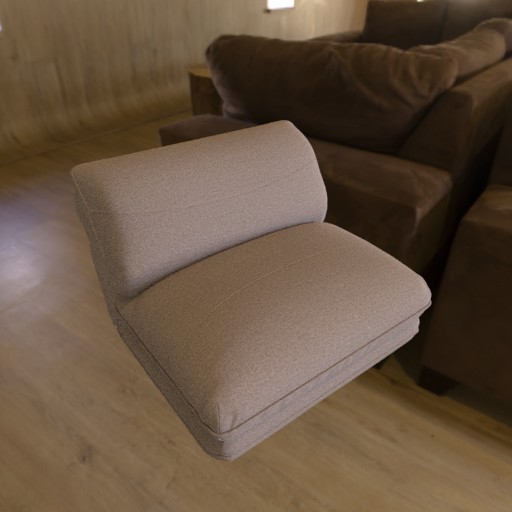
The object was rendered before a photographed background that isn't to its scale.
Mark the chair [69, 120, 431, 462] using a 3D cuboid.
[{"bbox_3d":[0.000,0.000,1.348,0.820,0.580,0.780,-22,38,-31],"label":"chair"}]
